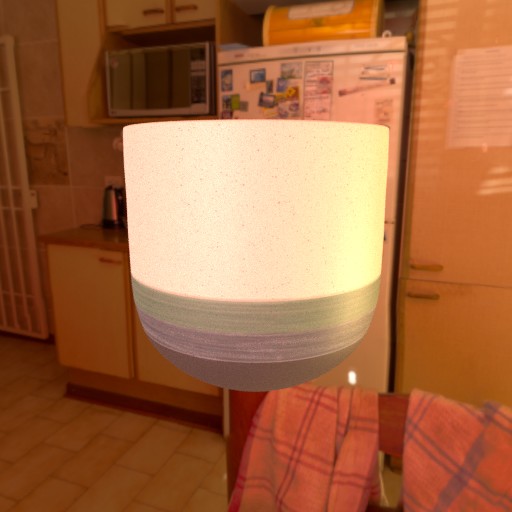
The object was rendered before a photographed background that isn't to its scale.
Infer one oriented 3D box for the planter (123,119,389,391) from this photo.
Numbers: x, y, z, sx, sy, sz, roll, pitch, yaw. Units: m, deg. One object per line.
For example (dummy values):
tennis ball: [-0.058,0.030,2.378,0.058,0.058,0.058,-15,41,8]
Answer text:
planter: [0.000,0.000,0.491,0.268,0.270,0.268,0,13,0]
